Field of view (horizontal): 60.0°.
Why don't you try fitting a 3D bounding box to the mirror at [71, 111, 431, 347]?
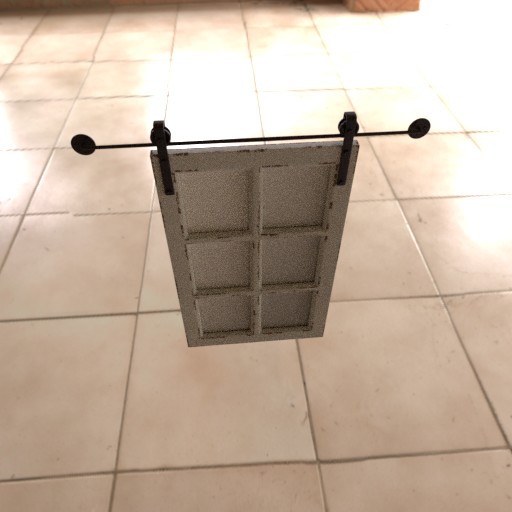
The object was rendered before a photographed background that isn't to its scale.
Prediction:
[{"bbox_3d":[0.000,0.000,1.246,0.808,0.844,0.037,-4,46,-4],"label":"mirror"}]
